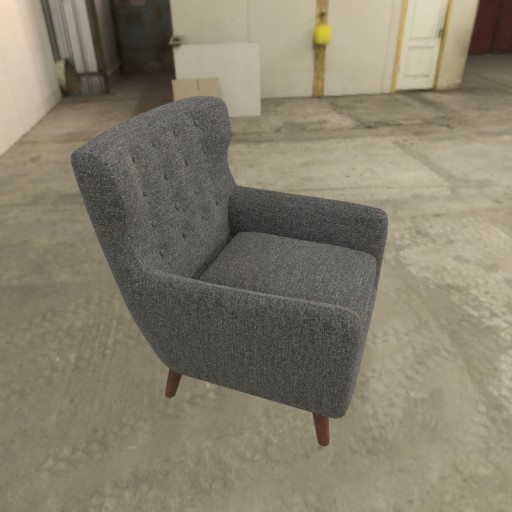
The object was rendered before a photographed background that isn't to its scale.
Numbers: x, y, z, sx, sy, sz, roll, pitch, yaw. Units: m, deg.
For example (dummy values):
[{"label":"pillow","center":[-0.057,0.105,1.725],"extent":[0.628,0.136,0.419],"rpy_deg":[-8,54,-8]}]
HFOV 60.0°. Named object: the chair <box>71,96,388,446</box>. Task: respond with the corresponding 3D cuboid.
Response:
[{"label":"chair","center":[0.000,0.000,1.756],"extent":[0.940,1.039,0.889],"rpy_deg":[11,33,17]}]
